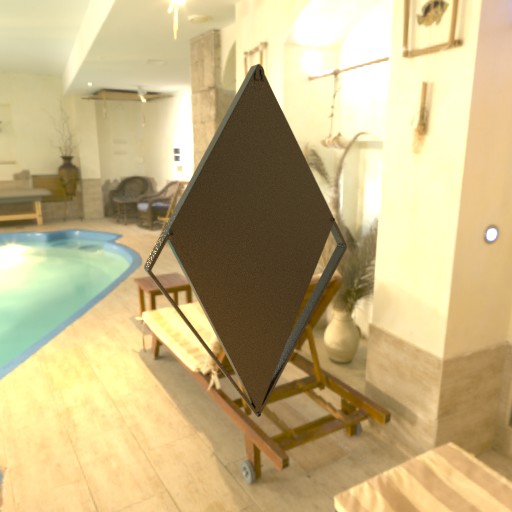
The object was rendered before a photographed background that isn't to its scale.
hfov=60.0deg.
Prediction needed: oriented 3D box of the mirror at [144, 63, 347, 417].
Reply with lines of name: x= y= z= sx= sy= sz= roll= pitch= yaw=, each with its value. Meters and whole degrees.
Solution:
mirror: x=0.000 y=0.000 z=0.844 sx=0.419 sy=0.679 sz=0.032 roll=-7 pitch=15 yaw=-27
